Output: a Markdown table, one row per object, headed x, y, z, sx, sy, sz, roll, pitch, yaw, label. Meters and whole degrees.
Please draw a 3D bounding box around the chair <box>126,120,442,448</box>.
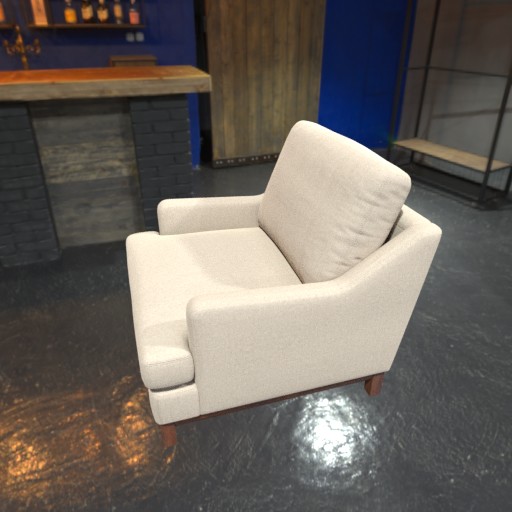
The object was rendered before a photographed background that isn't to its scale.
| x | y | z | sx | sy | sz | roll | pitch | yaw | label |
| --- | --- | --- | --- | --- | --- | --- | --- | --- | --- |
| 0.000 | 0.000 | 1.780 | 1.001 | 0.916 | 0.912 | -8 | 30 | -15 | chair |
